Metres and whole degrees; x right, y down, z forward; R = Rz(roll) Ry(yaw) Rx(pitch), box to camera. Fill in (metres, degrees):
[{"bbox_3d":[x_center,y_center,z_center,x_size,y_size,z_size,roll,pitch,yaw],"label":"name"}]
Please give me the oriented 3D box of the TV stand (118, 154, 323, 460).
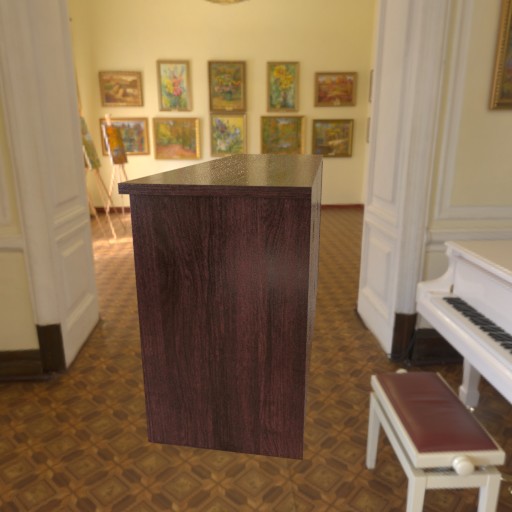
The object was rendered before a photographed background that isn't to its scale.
[{"bbox_3d":[0.000,0.000,1.500,0.404,0.614,1.192,3,16,9],"label":"TV stand"}]
